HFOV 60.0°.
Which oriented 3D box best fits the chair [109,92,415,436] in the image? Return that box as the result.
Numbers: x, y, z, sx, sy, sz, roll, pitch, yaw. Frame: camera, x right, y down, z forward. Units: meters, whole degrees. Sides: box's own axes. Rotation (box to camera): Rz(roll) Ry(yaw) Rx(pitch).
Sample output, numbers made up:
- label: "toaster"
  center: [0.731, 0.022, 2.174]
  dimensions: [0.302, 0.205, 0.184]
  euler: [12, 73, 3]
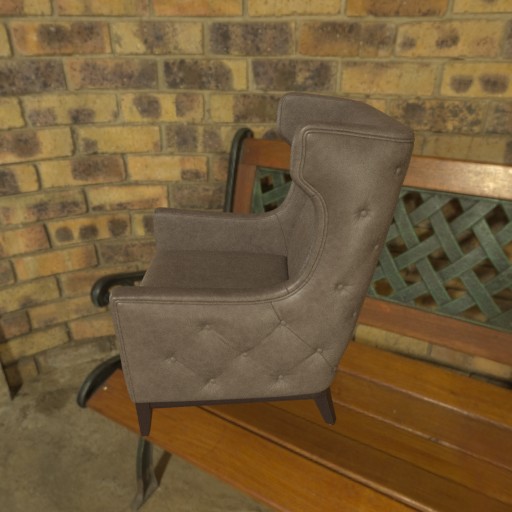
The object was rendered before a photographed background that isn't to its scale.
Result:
- label: "chair"
  center: [0.000, 0.000, 1.646]
  dimensions: [0.899, 1.079, 0.769]
  euler: [0, 26, -1]
